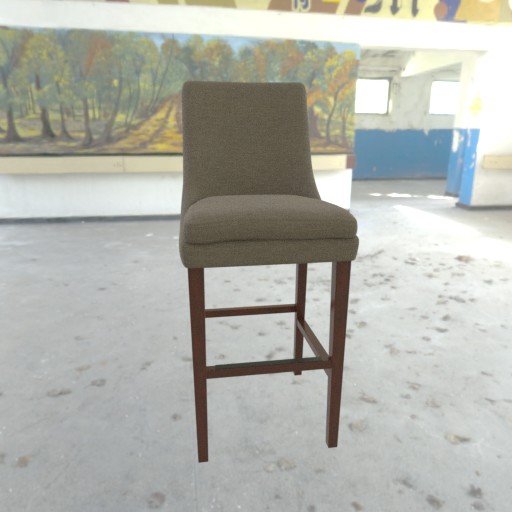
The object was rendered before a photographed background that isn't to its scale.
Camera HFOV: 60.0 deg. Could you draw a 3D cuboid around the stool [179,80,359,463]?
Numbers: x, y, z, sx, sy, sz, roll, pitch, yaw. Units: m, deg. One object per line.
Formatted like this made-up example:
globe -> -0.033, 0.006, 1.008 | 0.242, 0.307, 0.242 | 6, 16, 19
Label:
stool -> 0.000, 0.000, 1.403 | 0.470, 1.078, 0.577 | -3, 16, -9
